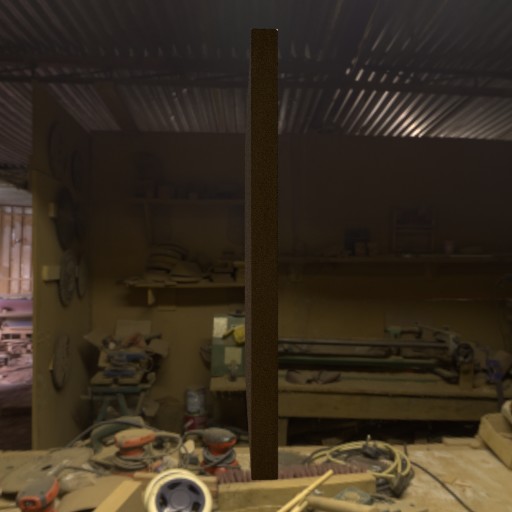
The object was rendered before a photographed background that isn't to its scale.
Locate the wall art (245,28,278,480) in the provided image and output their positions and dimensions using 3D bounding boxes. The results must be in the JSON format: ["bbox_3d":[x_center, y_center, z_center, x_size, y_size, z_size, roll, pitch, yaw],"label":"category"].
[{"bbox_3d":[0.000,0.000,0.747,0.030,0.506,0.503,0,-1,-2],"label":"wall art"}]
